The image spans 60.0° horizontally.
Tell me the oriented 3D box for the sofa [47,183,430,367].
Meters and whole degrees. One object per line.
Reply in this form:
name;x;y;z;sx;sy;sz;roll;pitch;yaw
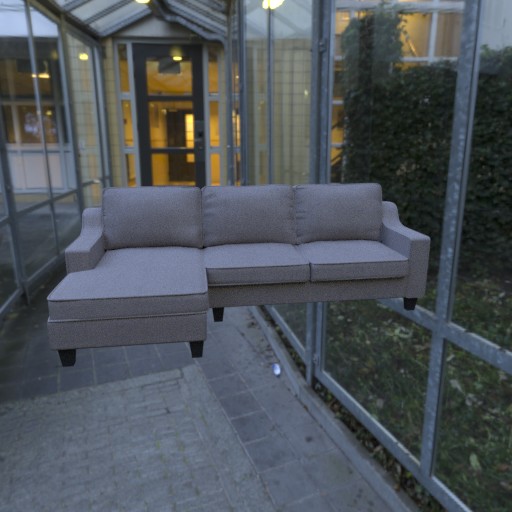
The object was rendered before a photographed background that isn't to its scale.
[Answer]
sofa;0.000;0.000;3.207;2.561;0.928;1.294;-2;15;-8
